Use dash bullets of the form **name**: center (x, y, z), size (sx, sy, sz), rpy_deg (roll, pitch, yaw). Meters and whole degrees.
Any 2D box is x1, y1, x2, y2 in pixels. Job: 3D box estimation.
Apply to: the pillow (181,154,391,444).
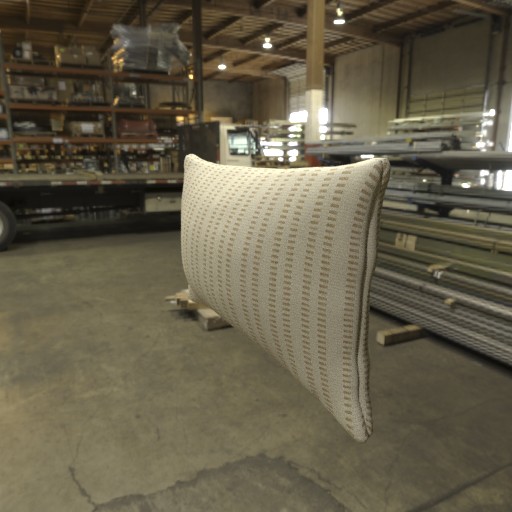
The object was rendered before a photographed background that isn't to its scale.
- **pillow**: center (0.000, 0.000, 0.795), size (0.210, 0.353, 0.640), rpy_deg (-7, 15, -27)
